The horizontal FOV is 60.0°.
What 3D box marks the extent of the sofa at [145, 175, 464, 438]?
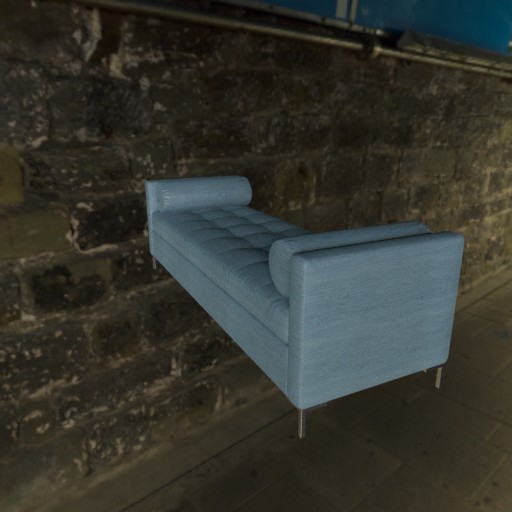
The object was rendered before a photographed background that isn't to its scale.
[{"bbox_3d":[0.000,0.000,2.357,0.686,0.635,1.981,-8,19,-25],"label":"sofa"}]
